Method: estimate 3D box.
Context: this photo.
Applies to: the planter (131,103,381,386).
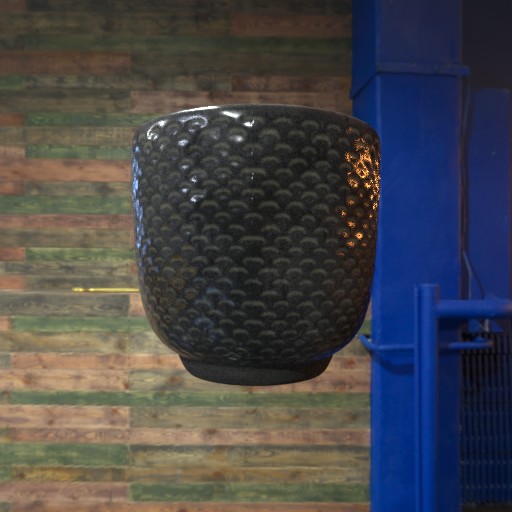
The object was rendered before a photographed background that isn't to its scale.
[{"bbox_3d":[0.000,0.000,0.256,0.140,0.129,0.140,0,-1,0],"label":"planter"}]
